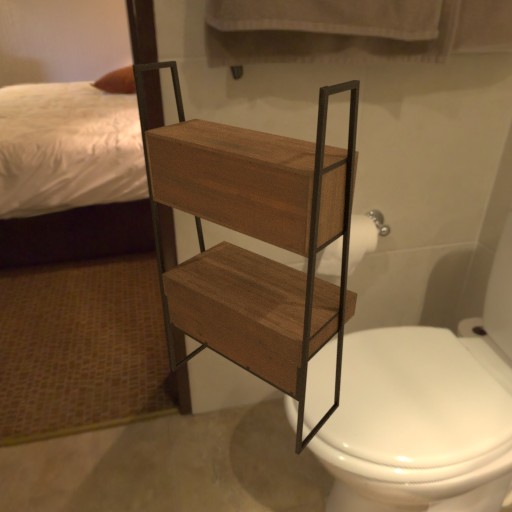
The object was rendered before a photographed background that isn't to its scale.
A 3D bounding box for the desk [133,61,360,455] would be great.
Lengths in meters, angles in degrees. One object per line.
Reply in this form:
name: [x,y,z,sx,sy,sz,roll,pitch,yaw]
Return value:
desk: [0.000,0.000,2.295,0.982,1.809,0.515,22,36,33]
